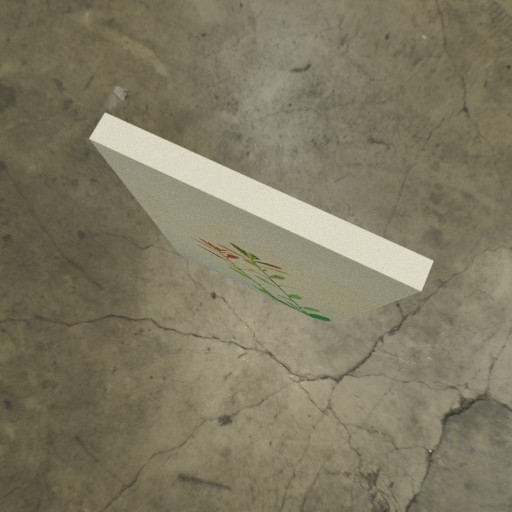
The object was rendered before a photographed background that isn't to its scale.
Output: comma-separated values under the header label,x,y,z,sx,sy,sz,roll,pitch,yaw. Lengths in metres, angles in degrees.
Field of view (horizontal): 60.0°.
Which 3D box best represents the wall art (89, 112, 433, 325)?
label,x,y,z,sx,sy,sz,roll,pitch,yaw
wall art,0.000,0.000,0.792,0.408,0.611,0.038,25,79,5
